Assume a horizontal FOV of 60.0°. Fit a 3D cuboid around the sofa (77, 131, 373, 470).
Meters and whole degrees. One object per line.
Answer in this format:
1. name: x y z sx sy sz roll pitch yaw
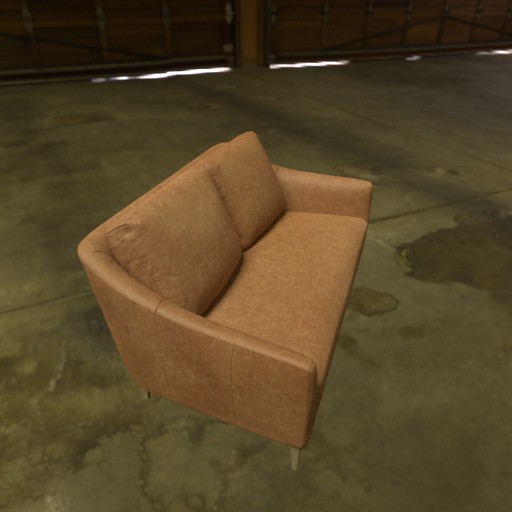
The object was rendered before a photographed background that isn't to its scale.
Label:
1. sofa: 0.000 0.000 2.208 0.960 0.902 1.619 10 32 16
